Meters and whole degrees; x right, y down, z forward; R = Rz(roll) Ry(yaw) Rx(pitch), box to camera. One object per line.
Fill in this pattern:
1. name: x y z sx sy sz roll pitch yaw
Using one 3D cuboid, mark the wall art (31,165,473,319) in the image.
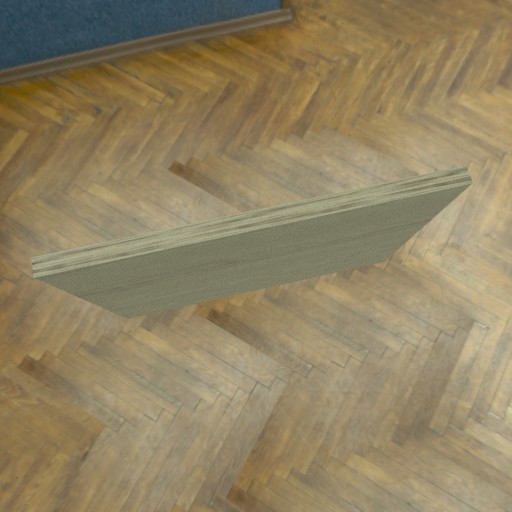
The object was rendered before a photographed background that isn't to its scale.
1. wall art: 0.000 0.000 1.130 0.841 0.609 0.063 -12 75 -3
